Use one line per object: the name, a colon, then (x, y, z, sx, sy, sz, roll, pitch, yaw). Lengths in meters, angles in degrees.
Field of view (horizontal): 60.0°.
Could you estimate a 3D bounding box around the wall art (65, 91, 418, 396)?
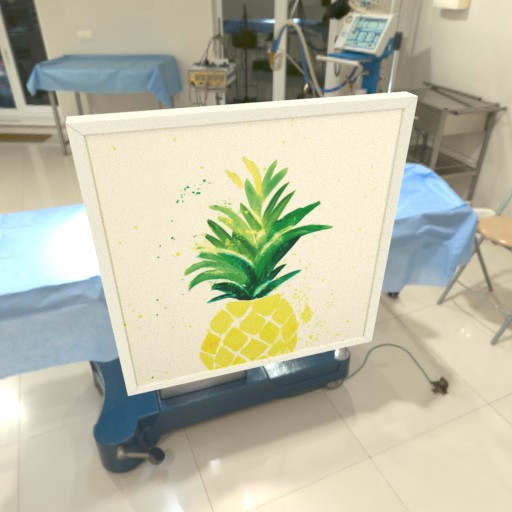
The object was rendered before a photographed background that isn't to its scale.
wall art: (0.000, 0.000, 0.463, 0.307, 0.307, 0.020, -9, 34, -14)
